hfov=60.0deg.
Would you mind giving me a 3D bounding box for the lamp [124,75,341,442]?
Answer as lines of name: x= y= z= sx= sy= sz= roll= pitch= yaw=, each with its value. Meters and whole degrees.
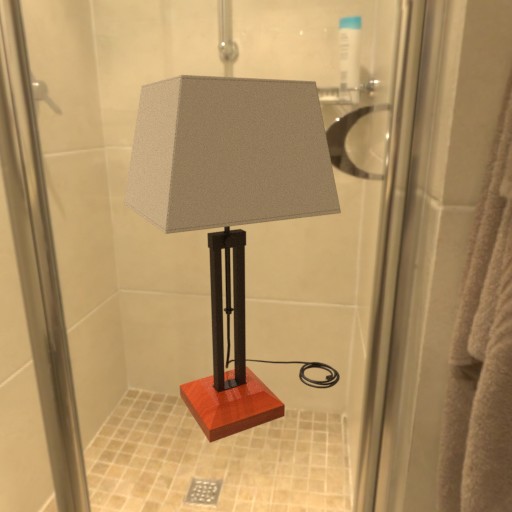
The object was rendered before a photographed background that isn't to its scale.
lamp: x=0.000 y=0.000 z=0.993 sx=0.498 sy=0.737 sz=0.310 roll=-9 pitch=19 yaw=-27
